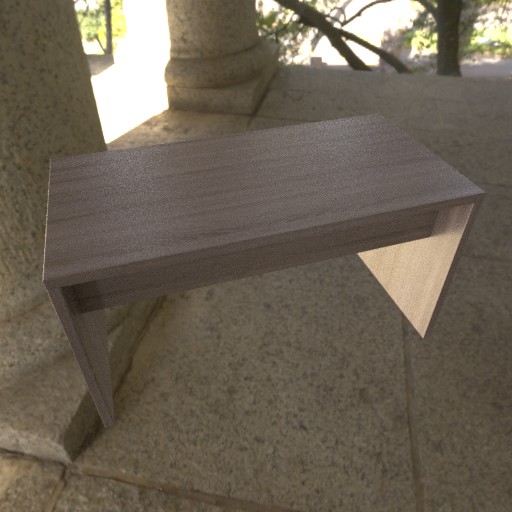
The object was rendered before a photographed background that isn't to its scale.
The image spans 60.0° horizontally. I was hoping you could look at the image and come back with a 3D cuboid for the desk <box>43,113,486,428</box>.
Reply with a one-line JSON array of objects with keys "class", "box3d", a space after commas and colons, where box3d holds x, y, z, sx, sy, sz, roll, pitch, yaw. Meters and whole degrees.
[{"class": "desk", "box3d": [0.000, 0.000, 1.796, 1.380, 0.745, 0.690, -12, 42, -14]}]
